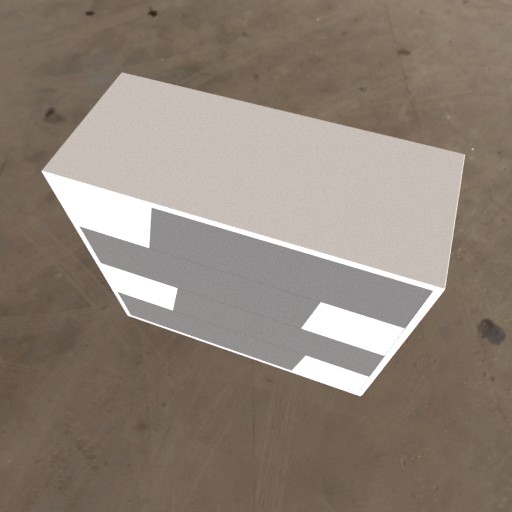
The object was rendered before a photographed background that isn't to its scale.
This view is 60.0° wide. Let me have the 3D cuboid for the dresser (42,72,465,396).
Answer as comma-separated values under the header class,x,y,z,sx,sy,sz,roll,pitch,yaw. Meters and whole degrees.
class,x,y,z,sx,sy,sz,roll,pitch,yaw
dresser,0.000,0.000,1.669,1.100,1.000,0.460,17,60,10
